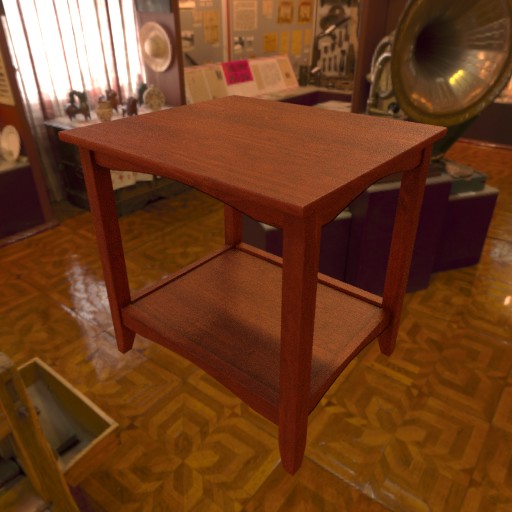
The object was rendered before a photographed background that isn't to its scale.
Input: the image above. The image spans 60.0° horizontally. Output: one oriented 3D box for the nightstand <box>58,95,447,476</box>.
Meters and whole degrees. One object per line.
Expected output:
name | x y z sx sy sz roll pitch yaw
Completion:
nightstand | 0.000 0.000 0.988 0.558 0.558 0.501 22 37 33
